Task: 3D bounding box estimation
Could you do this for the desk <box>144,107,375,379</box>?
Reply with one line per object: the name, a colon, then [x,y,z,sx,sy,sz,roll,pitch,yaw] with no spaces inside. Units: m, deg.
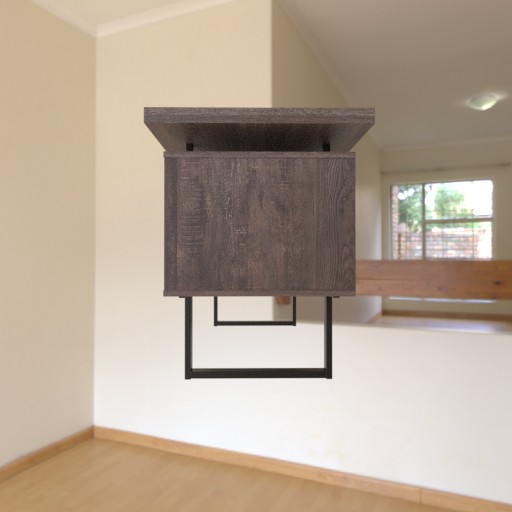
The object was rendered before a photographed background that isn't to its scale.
desk: [0.000,0.000,1.909,0.600,0.760,1.524,0,0,-1]
